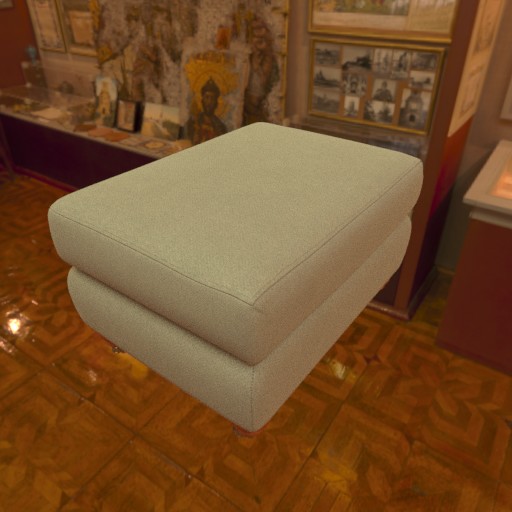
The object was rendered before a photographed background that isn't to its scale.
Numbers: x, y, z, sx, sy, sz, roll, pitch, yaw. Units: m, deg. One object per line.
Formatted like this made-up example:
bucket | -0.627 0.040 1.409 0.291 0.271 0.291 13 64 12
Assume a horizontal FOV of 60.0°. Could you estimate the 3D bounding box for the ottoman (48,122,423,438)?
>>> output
ottoman | 0.000 0.000 1.143 0.569 0.499 0.773 22 39 30
